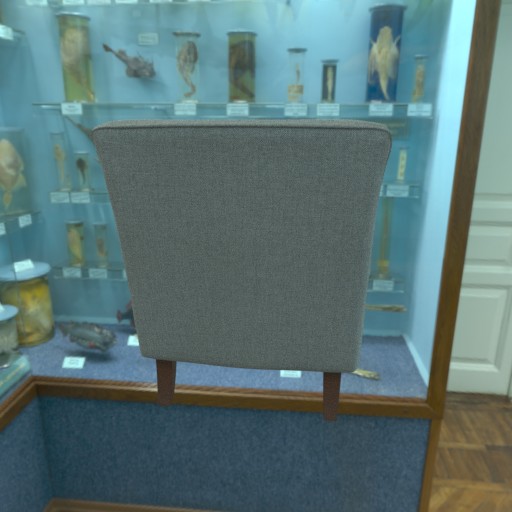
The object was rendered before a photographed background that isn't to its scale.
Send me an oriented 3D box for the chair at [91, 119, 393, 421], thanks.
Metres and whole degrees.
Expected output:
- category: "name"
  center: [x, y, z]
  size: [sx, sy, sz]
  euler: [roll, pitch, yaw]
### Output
- category: "chair"
  center: [0.000, 0.000, 1.784]
  size: [0.887, 1.047, 0.993]
  euler: [2, 17, 8]
